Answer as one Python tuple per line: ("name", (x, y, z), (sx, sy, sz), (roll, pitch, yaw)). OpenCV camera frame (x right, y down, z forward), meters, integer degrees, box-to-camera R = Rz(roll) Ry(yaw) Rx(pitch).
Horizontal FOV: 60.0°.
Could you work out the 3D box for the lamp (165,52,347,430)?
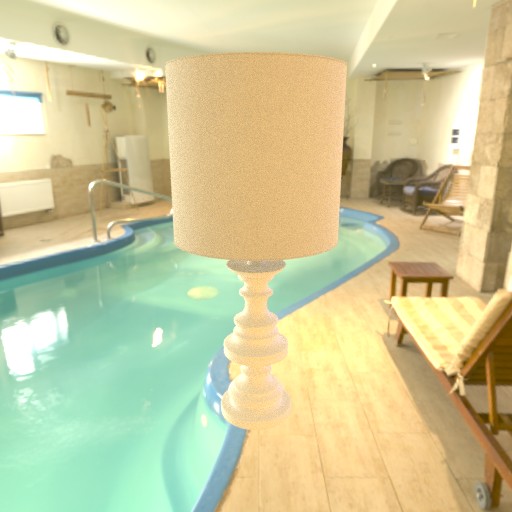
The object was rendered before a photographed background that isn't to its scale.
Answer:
("lamp", (0.000, 0.000, 0.577), (0.208, 0.455, 0.208), (2, 16, 6))
